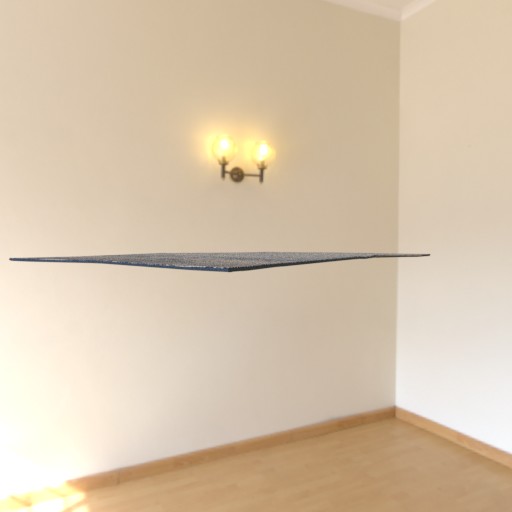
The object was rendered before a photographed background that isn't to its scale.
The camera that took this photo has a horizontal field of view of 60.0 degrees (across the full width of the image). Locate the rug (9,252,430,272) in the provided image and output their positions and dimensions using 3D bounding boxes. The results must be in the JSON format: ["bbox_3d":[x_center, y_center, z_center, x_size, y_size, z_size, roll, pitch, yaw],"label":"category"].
[{"bbox_3d":[0.000,0.000,2.162,1.159,0.025,1.793,1,2,37],"label":"rug"}]
